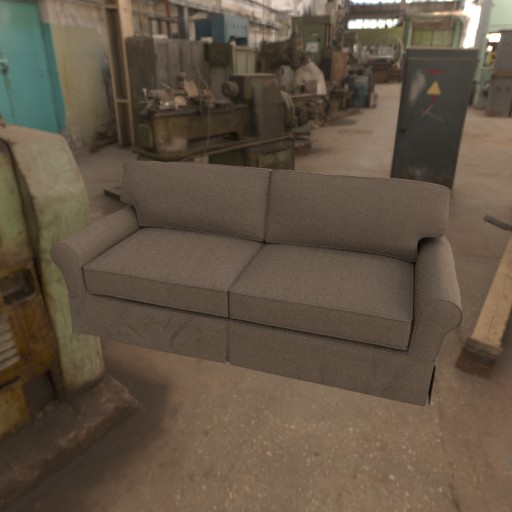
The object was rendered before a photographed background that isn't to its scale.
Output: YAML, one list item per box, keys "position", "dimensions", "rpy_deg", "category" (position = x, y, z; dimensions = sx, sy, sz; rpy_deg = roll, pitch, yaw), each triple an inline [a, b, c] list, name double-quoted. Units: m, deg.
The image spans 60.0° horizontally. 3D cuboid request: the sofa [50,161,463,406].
- position: [0.000, 0.000, 2.691]
  dimensions: [2.248, 0.943, 0.991]
  rpy_deg: [8, 26, 16]
  category: "sofa"
